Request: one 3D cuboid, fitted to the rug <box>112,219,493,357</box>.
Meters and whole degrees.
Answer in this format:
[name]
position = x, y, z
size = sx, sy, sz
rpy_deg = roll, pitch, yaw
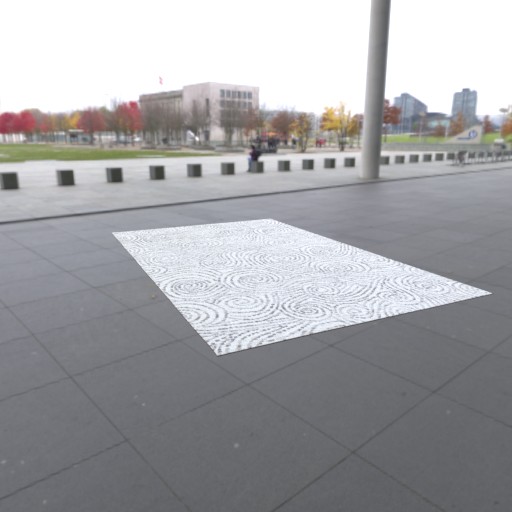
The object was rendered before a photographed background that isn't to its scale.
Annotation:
[rug]
position = 0.000, 0.000, 3.012
size = 1.524, 0.005, 2.439
rpy_deg = -7, 17, -25
